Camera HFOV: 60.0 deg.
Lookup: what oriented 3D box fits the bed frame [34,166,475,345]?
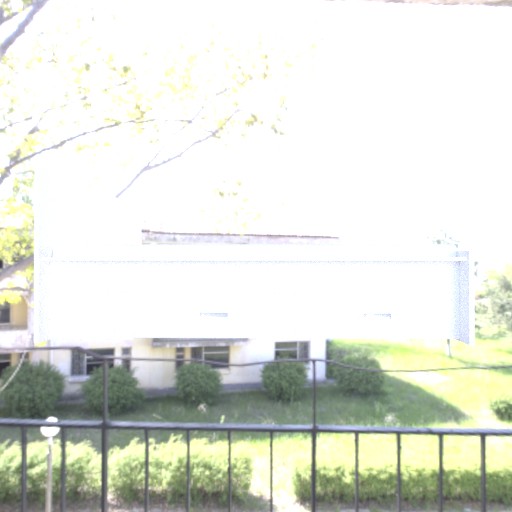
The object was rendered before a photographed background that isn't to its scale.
[{"bbox_3d":[0.000,0.000,2.782,1.960,0.800,1.622,0,-1,1],"label":"bed frame"}]
